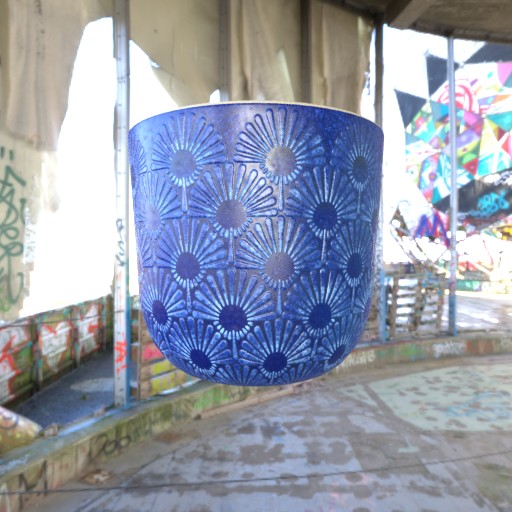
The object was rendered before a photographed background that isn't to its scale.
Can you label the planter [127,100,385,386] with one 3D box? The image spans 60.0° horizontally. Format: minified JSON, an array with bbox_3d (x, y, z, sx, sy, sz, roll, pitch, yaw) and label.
[{"bbox_3d":[0.000,0.000,0.371,0.206,0.190,0.206,0,0,0],"label":"planter"}]
